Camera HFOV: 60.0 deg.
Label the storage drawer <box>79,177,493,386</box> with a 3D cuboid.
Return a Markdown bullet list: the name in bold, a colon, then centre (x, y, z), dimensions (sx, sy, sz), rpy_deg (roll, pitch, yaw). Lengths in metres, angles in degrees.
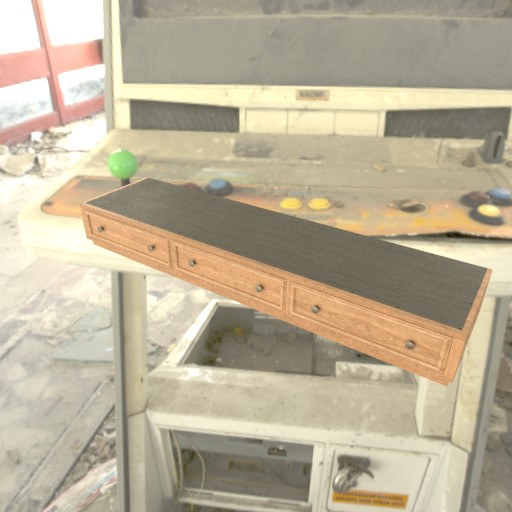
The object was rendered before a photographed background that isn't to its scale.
- **storage drawer**: centre (0.000, 0.000, 2.222), dimensions (2.032, 0.264, 0.538), rpy_deg (18, 35, 29)
